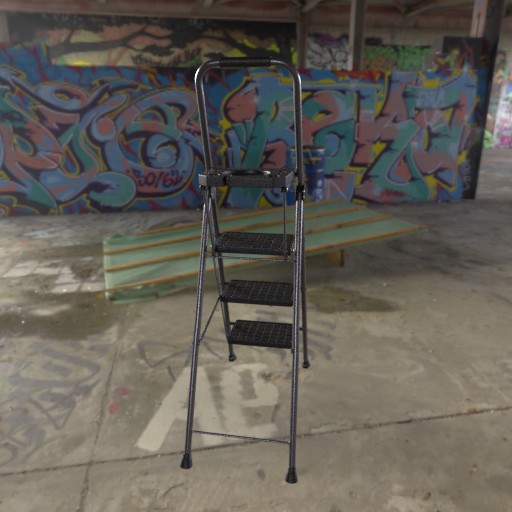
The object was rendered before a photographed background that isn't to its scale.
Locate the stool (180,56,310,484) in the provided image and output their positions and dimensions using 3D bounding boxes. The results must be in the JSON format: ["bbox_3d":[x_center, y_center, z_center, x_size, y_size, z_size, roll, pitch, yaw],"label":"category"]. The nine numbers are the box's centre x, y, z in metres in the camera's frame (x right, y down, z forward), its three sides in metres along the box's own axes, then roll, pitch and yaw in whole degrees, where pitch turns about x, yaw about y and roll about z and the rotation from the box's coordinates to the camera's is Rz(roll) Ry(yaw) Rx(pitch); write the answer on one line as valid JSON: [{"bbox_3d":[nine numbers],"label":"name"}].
[{"bbox_3d":[0.000,0.000,1.594,0.396,1.277,0.733,3,18,9],"label":"stool"}]
